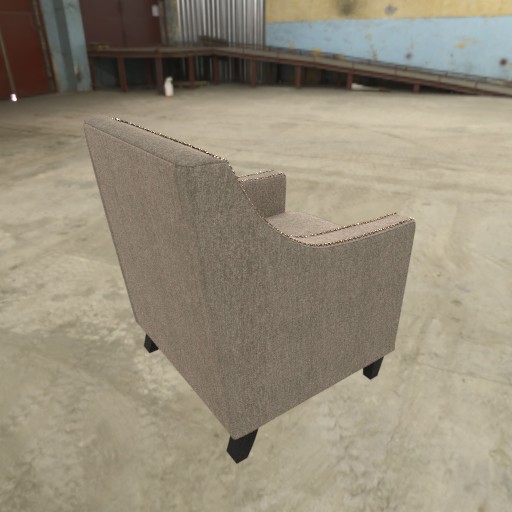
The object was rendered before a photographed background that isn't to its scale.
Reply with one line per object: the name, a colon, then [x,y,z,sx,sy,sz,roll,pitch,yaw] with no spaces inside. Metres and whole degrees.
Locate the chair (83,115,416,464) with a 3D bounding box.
chair: [0.000,0.000,1.610,0.884,0.967,0.776,-18,31,-32]
